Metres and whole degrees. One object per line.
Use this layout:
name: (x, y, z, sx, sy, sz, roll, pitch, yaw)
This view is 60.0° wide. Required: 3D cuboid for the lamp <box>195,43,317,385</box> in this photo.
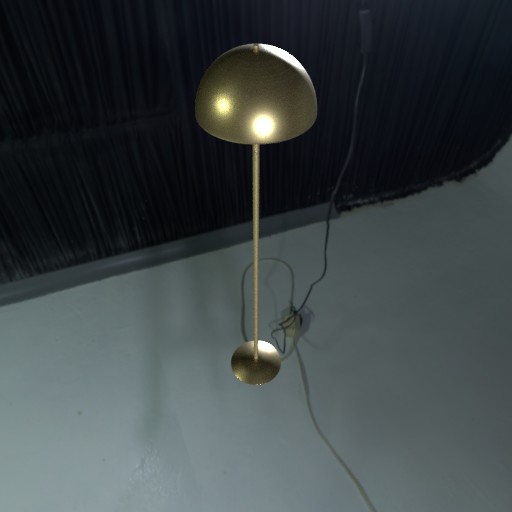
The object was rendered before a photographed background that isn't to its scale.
lamp: (0.000, 0.000, 1.609, 0.328, 1.480, 0.328, -18, 49, -17)
